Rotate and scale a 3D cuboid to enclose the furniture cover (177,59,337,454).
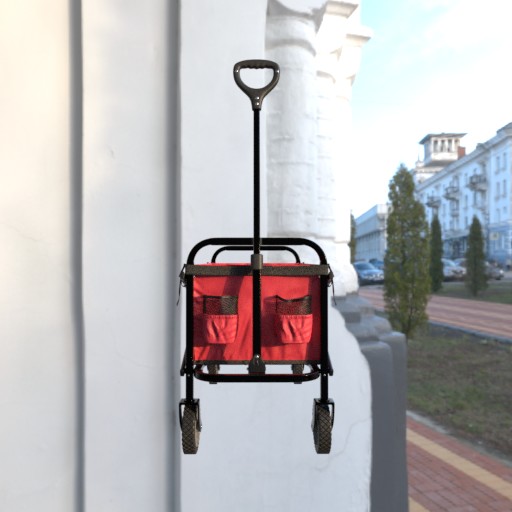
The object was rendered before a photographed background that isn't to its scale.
[{"bbox_3d":[0.000,0.000,1.835,0.532,1.295,1.038,0,-1,0],"label":"furniture cover"}]
